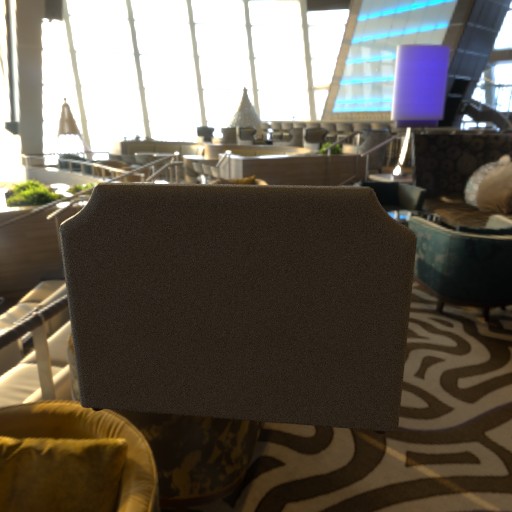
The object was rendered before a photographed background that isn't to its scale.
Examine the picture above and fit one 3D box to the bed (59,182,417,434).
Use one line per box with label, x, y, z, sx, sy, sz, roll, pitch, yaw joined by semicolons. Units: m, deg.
bed;0.000;0.000;3.868;2.194;1.561;2.536;2;17;7
